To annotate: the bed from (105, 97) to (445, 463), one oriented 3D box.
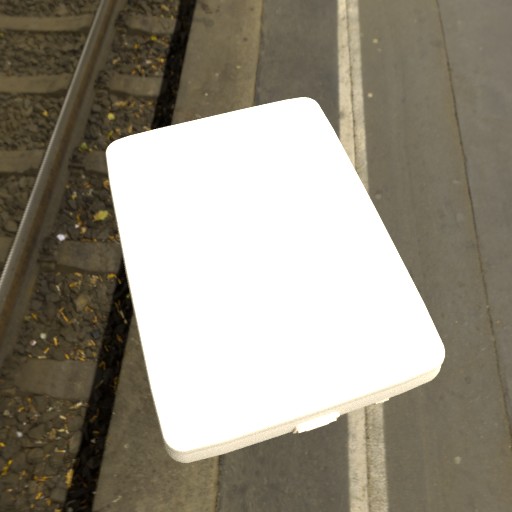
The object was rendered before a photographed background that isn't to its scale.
[{"bbox_3d":[0.000,0.000,2.669,1.520,0.460,2.036,-16,64,-8],"label":"bed"}]
